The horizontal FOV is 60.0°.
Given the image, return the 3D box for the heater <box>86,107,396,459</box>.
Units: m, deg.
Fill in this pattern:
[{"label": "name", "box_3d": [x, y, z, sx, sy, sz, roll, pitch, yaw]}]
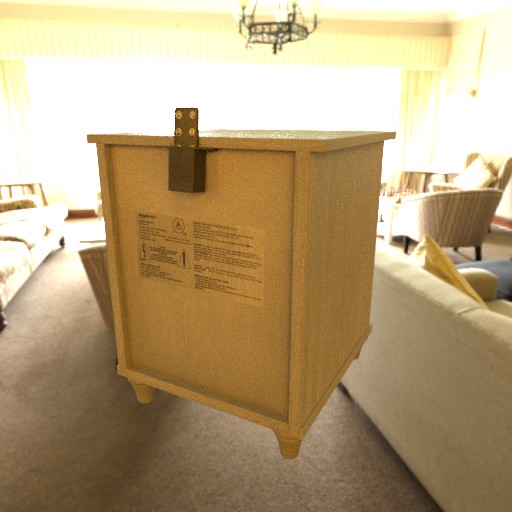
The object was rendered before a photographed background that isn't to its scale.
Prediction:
[{"label": "heater", "box_3d": [0.000, 0.000, 0.765, 0.362, 0.481, 0.400, 9, 19, 27]}]
